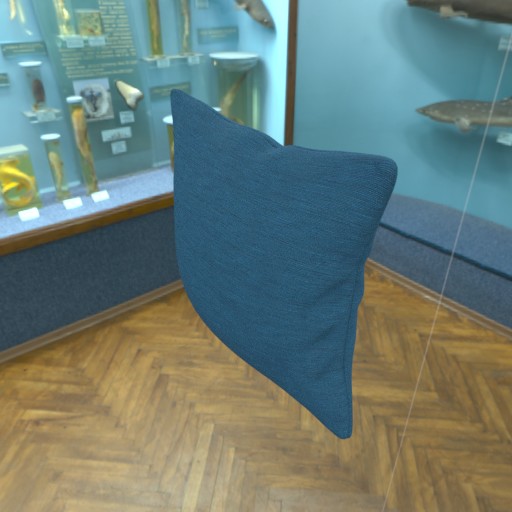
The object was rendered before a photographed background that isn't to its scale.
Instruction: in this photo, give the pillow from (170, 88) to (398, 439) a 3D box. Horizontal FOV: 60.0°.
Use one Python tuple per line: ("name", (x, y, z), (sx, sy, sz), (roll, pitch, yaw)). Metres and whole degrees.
("pillow", (0.000, 0.000, 0.668), (0.177, 0.420, 0.437), (-22, 38, -31))
